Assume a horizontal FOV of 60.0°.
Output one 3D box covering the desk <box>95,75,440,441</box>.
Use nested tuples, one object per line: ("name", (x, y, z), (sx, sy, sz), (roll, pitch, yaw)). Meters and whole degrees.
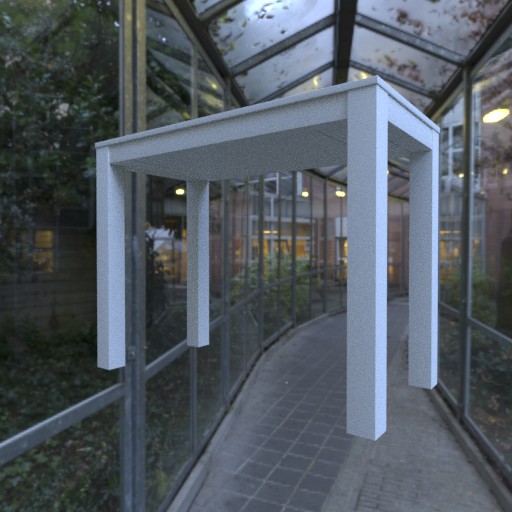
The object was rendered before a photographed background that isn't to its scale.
("desk", (0.000, 0.000, 1.415), (0.990, 0.762, 0.497), (1, 1, 36))
